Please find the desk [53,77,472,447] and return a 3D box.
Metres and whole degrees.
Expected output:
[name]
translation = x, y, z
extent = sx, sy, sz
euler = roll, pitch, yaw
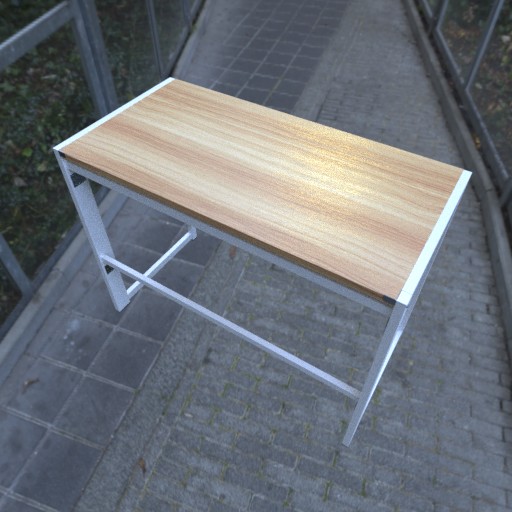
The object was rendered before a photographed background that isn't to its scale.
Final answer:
[desk]
translation = 0.000, 0.000, 1.469
extent = 1.016, 0.762, 0.508
euler = 25, 52, 21
